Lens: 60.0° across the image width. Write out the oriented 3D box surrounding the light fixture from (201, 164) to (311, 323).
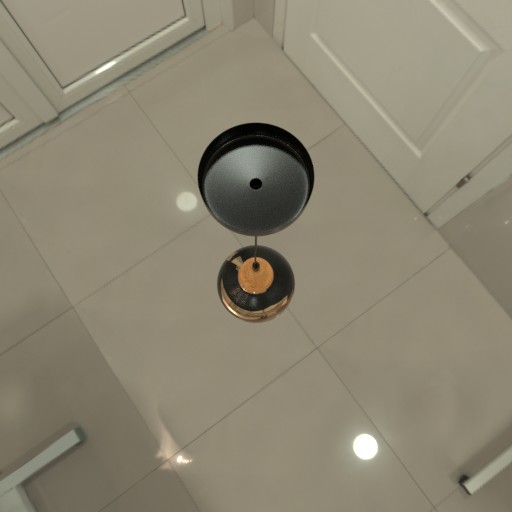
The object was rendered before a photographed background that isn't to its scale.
[{"bbox_3d":[0.000,0.000,1.823,0.430,1.606,0.430,-35,79,-8],"label":"light fixture"}]
